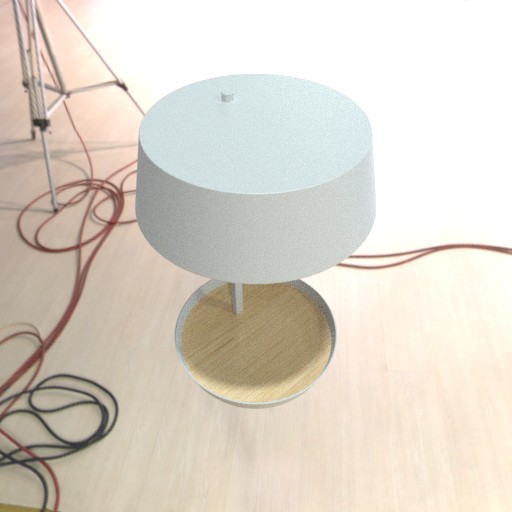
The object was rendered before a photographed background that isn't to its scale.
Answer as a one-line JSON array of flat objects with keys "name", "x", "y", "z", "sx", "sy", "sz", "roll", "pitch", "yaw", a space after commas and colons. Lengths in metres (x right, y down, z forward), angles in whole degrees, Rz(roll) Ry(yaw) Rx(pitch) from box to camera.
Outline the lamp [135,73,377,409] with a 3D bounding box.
[{"name": "lamp", "x": 0.000, "y": 0.000, "z": 0.621, "sx": 0.291, "sy": 0.429, "sz": 0.291, "roll": 0, "pitch": 46, "yaw": 0}]
